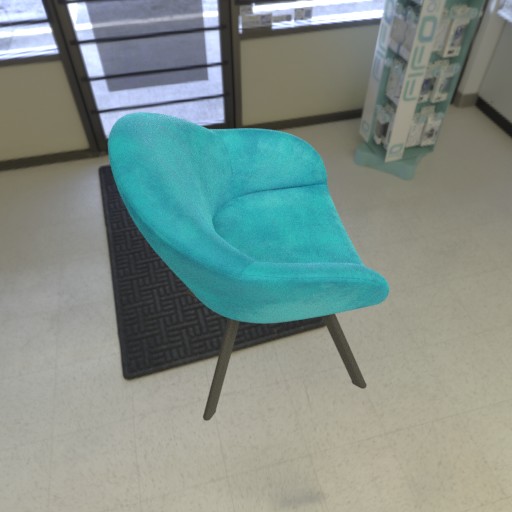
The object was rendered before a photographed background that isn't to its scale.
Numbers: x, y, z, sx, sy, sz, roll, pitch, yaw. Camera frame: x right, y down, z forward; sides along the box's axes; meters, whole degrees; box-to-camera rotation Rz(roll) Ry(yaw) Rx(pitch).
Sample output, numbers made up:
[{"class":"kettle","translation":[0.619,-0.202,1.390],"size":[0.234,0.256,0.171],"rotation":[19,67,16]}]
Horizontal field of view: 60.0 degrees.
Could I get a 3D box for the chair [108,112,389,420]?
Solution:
[{"class":"chair","translation":[0.000,0.000,1.179],"size":[0.590,0.795,0.550],"rotation":[-9,48,-8]}]
